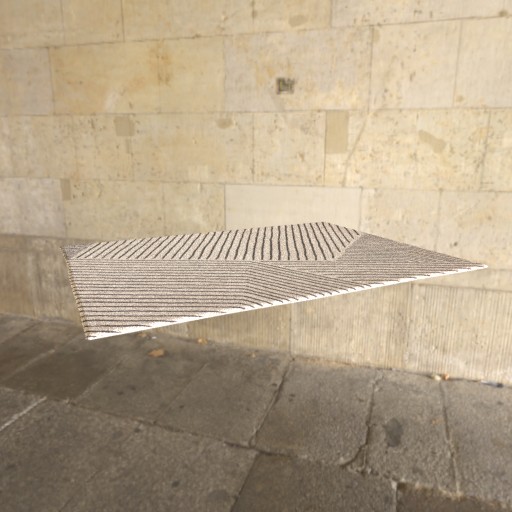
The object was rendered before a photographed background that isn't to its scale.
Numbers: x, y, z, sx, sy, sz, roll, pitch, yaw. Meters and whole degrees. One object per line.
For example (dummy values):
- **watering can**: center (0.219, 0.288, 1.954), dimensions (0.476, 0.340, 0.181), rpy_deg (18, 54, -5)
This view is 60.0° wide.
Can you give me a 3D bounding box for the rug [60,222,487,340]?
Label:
- **rug**: center (0.000, 0.000, 3.120), dimensions (2.449, 0.028, 1.829), rpy_deg (-7, 16, -26)
